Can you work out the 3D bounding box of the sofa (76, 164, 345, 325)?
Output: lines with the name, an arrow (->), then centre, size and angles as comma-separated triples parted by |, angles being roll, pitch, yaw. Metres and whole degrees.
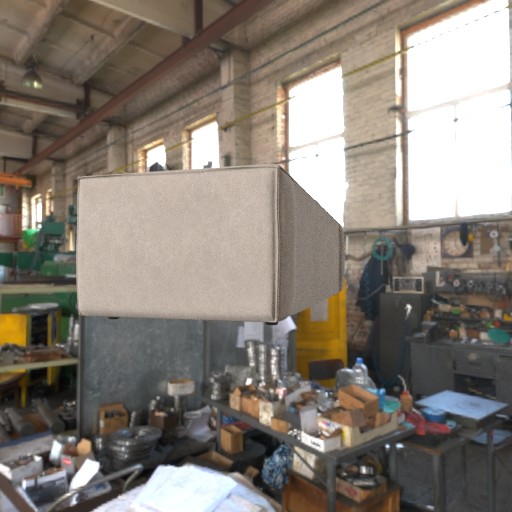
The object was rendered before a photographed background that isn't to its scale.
sofa -> 0.000, 0.000, 3.177 | 1.038, 0.680, 2.697 | 0, -2, 16
